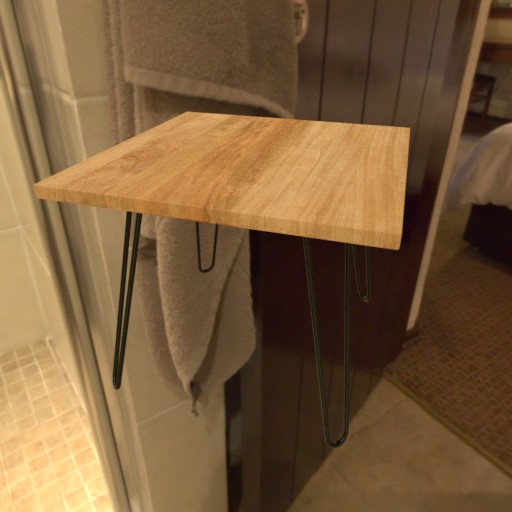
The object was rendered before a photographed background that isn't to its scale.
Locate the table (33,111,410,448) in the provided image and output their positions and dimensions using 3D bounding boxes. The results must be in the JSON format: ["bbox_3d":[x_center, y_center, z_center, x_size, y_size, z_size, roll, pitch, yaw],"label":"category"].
[{"bbox_3d":[0.000,0.000,1.038,0.599,0.500,0.599,9,31,15],"label":"table"}]
